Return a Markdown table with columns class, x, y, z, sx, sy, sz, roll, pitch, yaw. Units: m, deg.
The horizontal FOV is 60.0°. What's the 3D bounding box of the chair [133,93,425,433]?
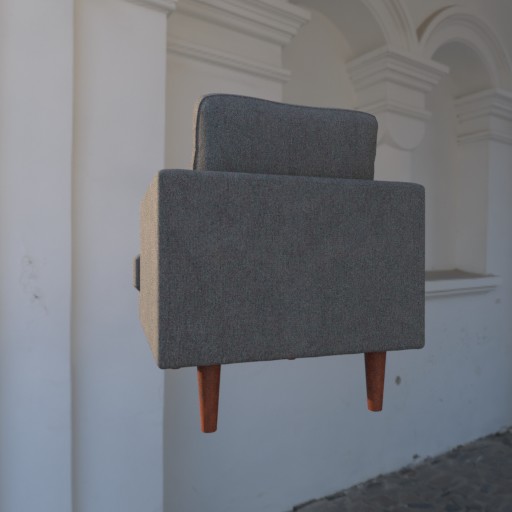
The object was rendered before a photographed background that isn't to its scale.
| class | x | y | z | sx | sy | sz | roll | pitch | yaw |
| --- | --- | --- | --- | --- | --- | --- | --- | --- | --- |
| chair | 0.000 | 0.000 | 1.660 | 0.858 | 0.957 | 0.899 | 0 | 1 | -18 |
